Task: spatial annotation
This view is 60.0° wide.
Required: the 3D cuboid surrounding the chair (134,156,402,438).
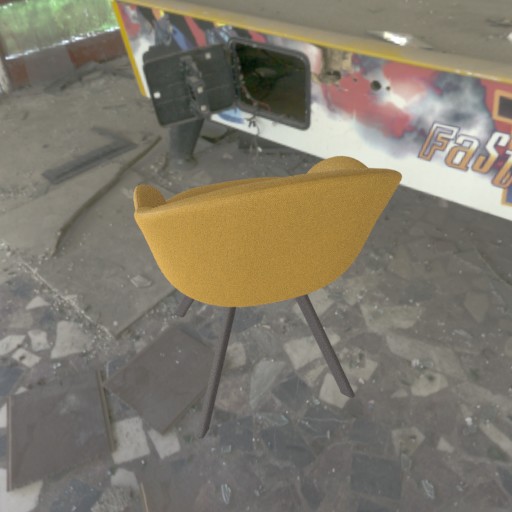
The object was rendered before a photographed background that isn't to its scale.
[{"bbox_3d":[0.000,0.000,1.161,0.551,0.793,0.583,-11,42,-12],"label":"chair"}]
